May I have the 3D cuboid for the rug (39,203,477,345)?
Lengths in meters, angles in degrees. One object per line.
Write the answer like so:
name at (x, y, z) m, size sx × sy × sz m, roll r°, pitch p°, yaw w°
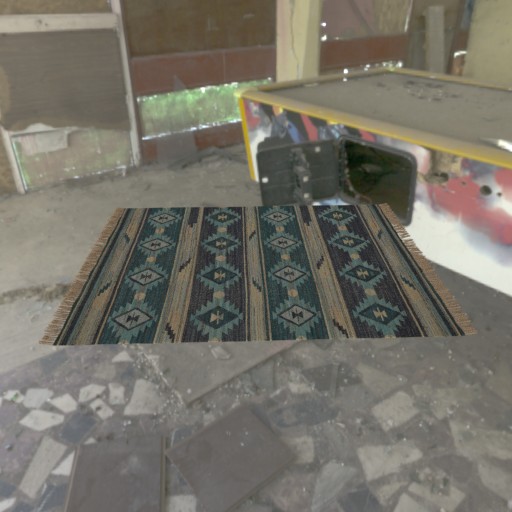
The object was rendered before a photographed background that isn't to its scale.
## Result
rug at (0.000, 0.000, 4.325) m, size 3.307 × 0.047 × 2.418 m, roll -1°, pitch 31°, yaw -2°
